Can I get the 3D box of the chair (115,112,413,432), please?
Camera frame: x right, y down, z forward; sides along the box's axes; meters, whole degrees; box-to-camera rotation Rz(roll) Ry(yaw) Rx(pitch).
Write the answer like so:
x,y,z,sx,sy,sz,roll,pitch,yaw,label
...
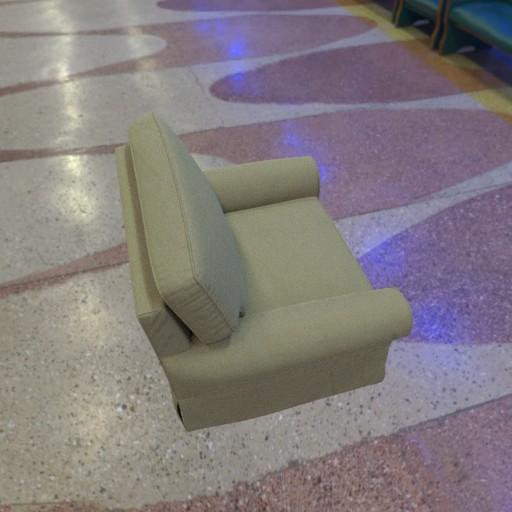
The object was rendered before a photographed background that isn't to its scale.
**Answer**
x,y,z,sx,sy,sz,roll,pitch,yaw,label
0.000,0.000,1.936,0.988,1.017,1.135,-12,48,-11,chair
